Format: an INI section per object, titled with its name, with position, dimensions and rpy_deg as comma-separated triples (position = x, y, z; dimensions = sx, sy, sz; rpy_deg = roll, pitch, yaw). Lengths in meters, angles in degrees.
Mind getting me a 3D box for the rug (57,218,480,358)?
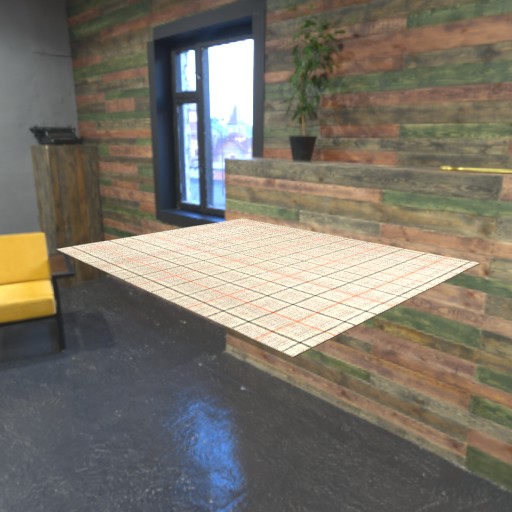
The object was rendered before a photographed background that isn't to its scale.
[rug]
position = 0.000, 0.000, 4.064
dimensions = 2.444, 0.012, 3.048
rpy_deg = -14, 20, -42
